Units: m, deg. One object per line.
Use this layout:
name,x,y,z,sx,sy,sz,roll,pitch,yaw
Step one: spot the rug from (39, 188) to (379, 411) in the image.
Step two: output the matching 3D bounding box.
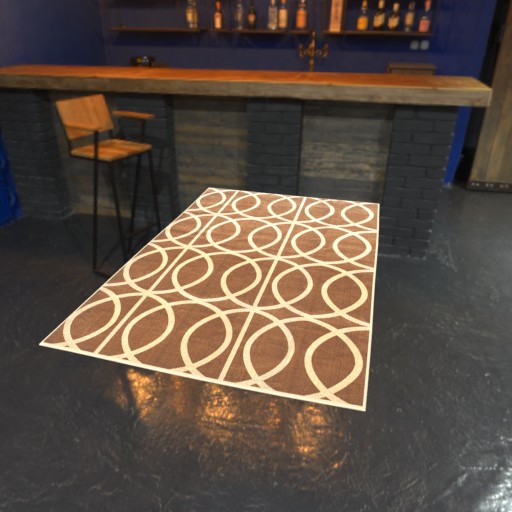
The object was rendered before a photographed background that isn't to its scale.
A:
rug,0.000,0.000,2.894,1.528,0.014,2.294,7,29,13
